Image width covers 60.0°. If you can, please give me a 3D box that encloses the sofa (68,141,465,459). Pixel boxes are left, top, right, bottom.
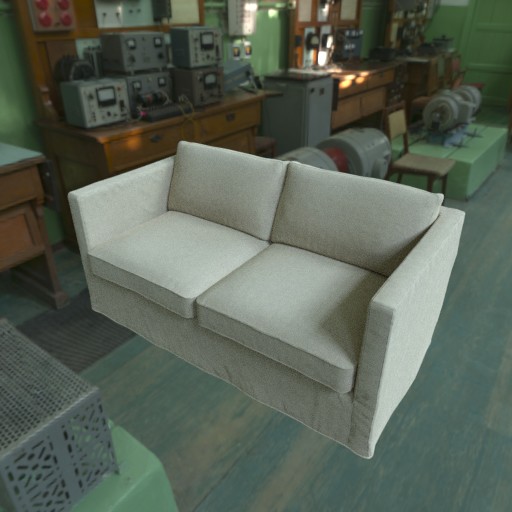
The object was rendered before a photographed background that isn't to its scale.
[{"bbox_3d":[0.000,0.000,2.249,1.719,0.835,0.962,19,35,30],"label":"sofa"}]
